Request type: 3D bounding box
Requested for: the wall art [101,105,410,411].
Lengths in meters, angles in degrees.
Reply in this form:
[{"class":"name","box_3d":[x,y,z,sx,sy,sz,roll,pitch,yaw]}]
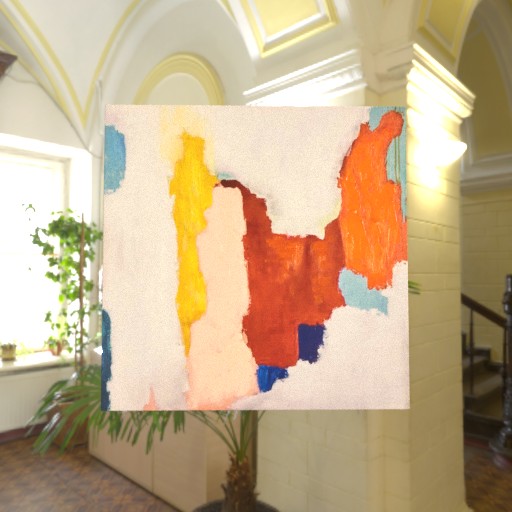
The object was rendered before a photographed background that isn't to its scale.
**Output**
[{"class":"wall art","box_3d":[0.000,0.000,1.200,0.814,0.814,0.037,0,-2,-1]}]
